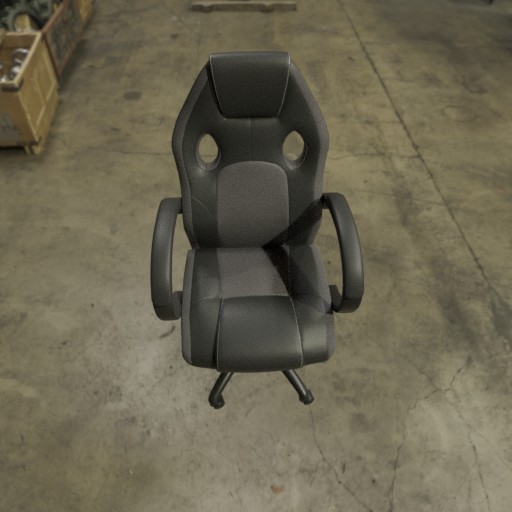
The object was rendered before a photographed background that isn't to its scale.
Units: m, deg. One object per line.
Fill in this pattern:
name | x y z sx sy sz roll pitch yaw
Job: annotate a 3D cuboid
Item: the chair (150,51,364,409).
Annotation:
chair | 0.000 0.000 1.600 0.673 1.187 0.724 -2 46 -2
